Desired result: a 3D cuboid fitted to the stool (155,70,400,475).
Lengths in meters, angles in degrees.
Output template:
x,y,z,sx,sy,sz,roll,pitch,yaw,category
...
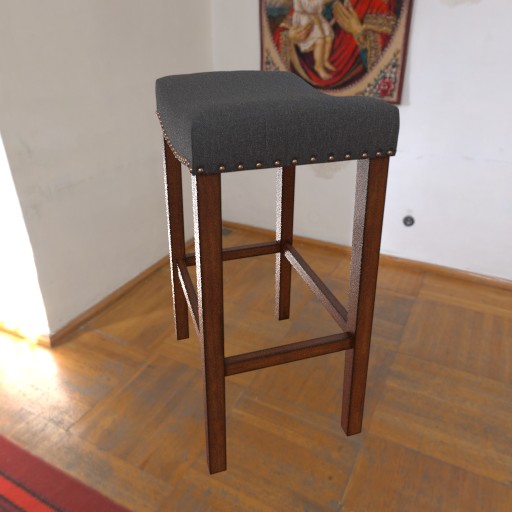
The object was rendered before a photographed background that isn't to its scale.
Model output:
x,y,z,sx,sy,sz,roll,pitch,yaw,category
0.000,0.000,1.032,0.366,0.760,0.502,-9,30,-15,stool
